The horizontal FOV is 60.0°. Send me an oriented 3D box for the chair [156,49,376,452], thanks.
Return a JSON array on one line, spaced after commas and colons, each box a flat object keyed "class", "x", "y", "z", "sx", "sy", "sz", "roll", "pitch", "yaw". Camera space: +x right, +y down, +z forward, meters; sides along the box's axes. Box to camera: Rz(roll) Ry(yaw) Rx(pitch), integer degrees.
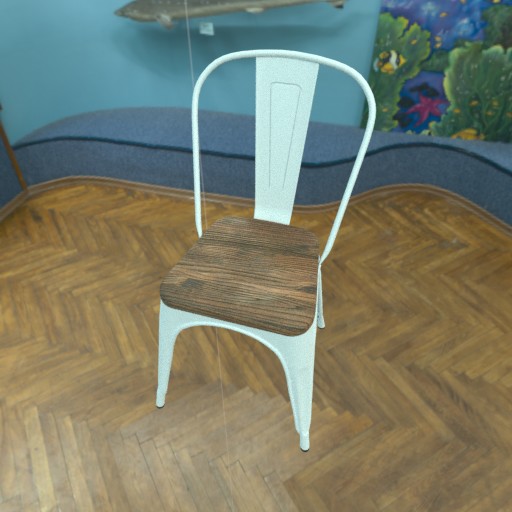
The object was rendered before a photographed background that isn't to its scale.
[{"class": "chair", "x": 0.000, "y": 0.000, "z": 1.136, "sx": 0.452, "sy": 0.851, "sz": 0.521, "roll": 12, "pitch": 43, "yaw": 13}]
